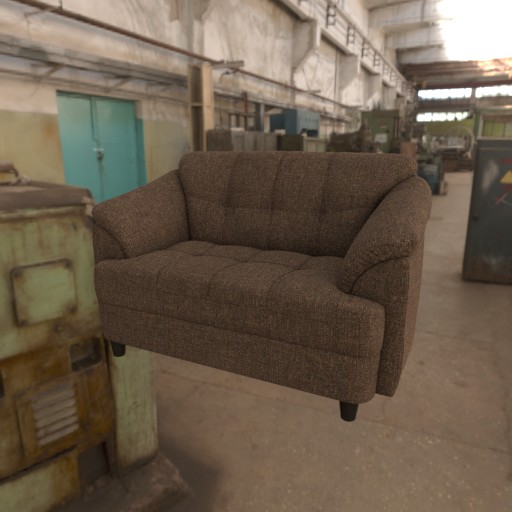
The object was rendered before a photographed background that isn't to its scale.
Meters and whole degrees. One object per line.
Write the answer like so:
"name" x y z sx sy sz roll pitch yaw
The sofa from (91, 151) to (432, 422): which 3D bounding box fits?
"sofa" 0.000 0.000 1.963 1.404 0.895 0.799 7 16 26
